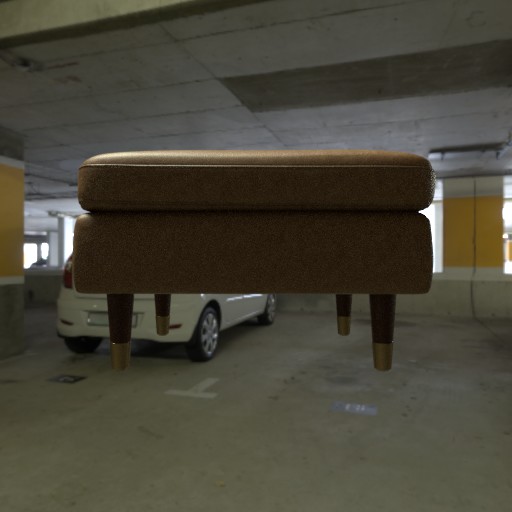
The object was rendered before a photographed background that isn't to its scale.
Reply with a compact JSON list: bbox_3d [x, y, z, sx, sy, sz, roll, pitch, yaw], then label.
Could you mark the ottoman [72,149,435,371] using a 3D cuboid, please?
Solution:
[{"bbox_3d":[0.000,0.000,1.131,0.747,0.478,0.593,0,0,0],"label":"ottoman"}]
